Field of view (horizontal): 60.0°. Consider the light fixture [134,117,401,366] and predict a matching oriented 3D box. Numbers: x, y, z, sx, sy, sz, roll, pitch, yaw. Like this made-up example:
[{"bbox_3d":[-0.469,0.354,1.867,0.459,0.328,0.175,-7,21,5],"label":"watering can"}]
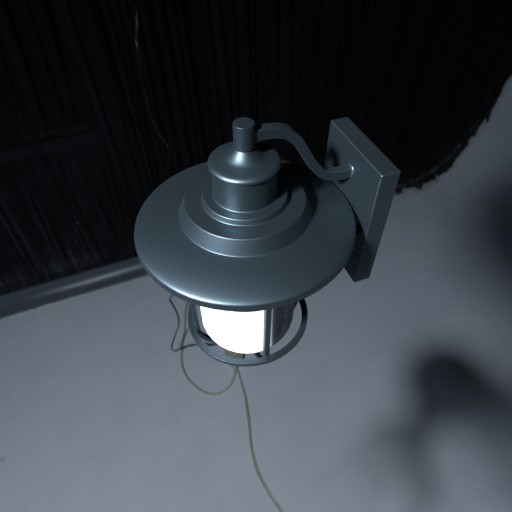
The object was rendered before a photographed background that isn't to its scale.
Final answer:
[{"bbox_3d":[0.000,0.000,0.508,0.252,0.345,0.222,-15,49,-14],"label":"light fixture"}]
